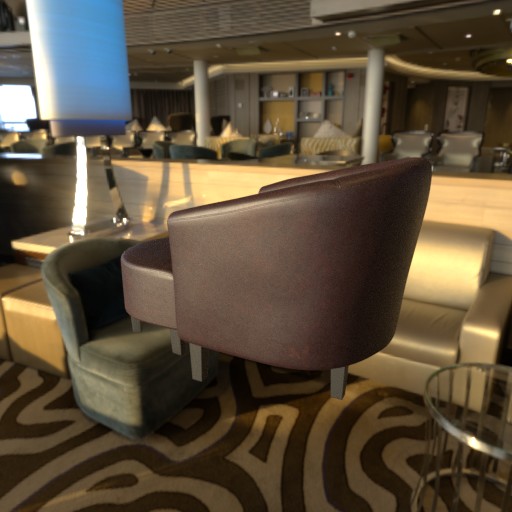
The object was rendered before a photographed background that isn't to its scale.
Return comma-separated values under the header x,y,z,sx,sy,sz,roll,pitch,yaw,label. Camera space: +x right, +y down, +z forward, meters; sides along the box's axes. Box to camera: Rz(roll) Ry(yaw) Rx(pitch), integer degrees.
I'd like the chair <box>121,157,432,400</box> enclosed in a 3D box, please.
x,y,z,sx,sy,sz,roll,pitch,yaw,label
0.000,0.000,1.675,1.176,0.755,0.737,8,19,26,chair
